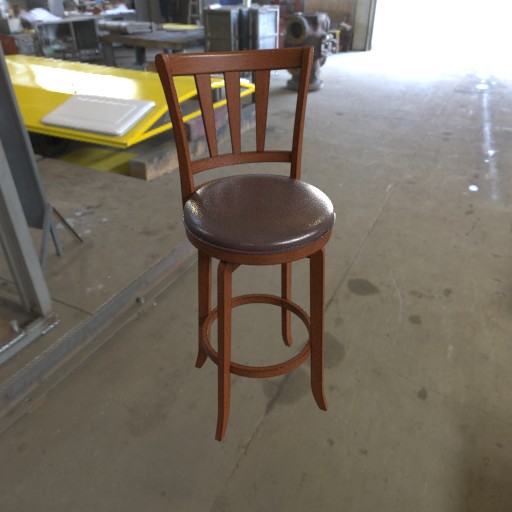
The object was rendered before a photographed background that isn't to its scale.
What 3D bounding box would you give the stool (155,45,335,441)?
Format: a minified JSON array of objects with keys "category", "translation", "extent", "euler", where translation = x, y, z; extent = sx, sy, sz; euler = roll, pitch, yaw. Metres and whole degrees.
[{"category":"stool","translation":[0.000,0.000,1.429],"extent":[0.464,1.177,0.503],"euler":[-10,34,-15]}]
